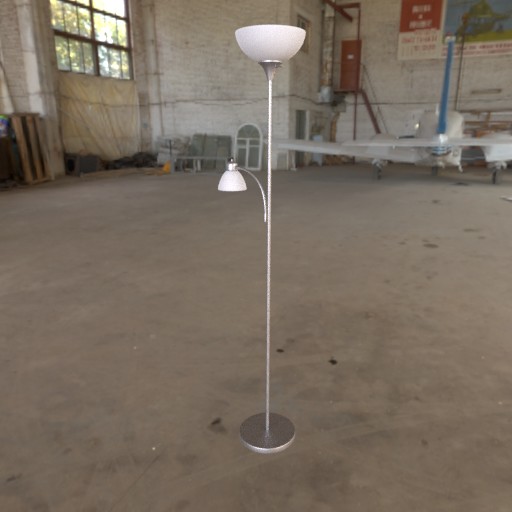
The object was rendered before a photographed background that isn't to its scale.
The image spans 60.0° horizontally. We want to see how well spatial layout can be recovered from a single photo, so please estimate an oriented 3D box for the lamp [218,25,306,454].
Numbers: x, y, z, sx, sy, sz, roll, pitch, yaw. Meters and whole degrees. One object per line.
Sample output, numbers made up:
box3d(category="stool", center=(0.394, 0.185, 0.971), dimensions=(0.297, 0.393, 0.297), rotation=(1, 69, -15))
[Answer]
box3d(category="lamp", center=(0.000, 0.000, 1.992), dimensions=(0.425, 1.804, 0.279), rotation=(15, 22, 42))
